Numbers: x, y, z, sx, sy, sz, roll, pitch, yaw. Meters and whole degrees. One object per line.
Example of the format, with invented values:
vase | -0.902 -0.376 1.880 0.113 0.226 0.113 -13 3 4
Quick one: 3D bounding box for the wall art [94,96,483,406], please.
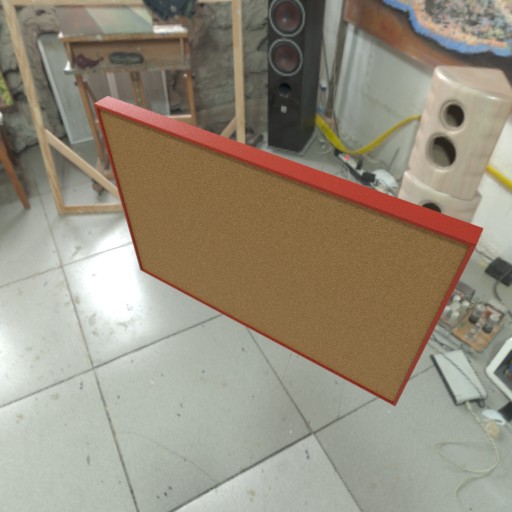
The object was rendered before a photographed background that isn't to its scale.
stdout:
wall art | 0.000 0.000 0.764 0.607 0.405 0.033 25 51 22
